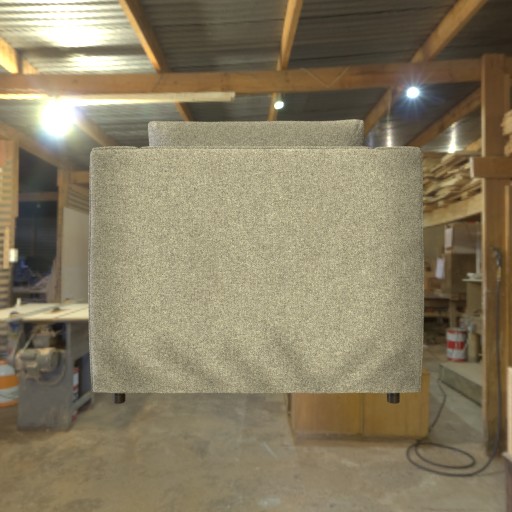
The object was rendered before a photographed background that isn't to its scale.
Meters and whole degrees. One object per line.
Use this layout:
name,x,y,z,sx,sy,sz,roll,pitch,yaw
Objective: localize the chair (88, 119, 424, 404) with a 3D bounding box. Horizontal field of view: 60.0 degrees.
chair,0.000,0.000,2.055,1.194,1.059,1.071,0,-1,0
